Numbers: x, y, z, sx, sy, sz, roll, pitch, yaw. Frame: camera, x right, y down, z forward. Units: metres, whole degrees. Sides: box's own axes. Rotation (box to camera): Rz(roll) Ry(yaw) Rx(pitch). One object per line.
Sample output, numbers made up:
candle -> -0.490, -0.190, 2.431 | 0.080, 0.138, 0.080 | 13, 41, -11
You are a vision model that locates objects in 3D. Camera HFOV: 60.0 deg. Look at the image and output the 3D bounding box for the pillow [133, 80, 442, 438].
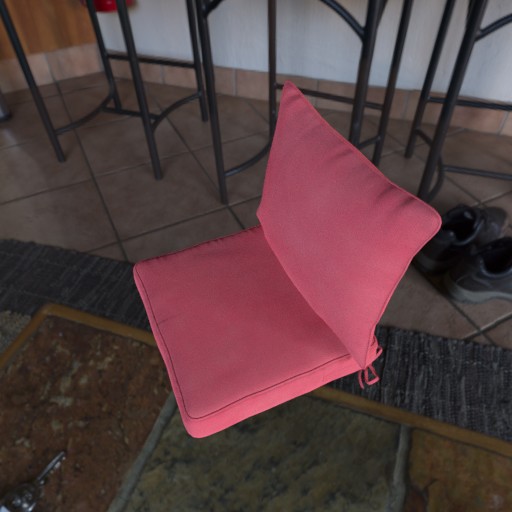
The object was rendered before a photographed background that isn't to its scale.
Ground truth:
pillow -> 0.000, 0.000, 1.395 | 0.733, 0.725, 0.798 | -18, 49, -16
